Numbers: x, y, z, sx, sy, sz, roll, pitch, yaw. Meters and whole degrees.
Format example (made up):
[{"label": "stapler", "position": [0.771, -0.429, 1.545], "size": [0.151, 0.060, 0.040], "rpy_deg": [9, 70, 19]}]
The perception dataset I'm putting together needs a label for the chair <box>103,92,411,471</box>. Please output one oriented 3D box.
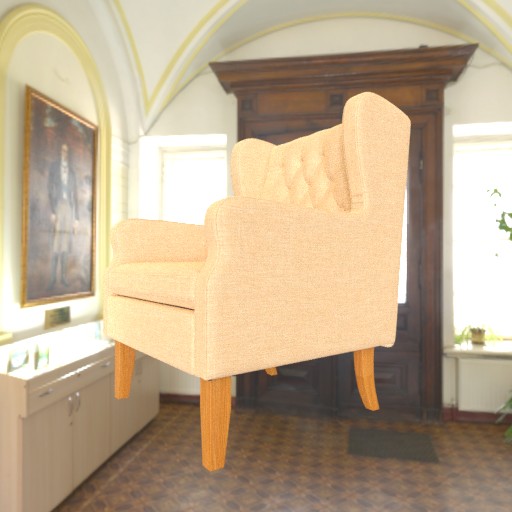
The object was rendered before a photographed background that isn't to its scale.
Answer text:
[{"label": "chair", "position": [0.000, 0.000, 1.411], "size": [0.760, 0.930, 0.710], "rpy_deg": [0, -1, -35]}]
